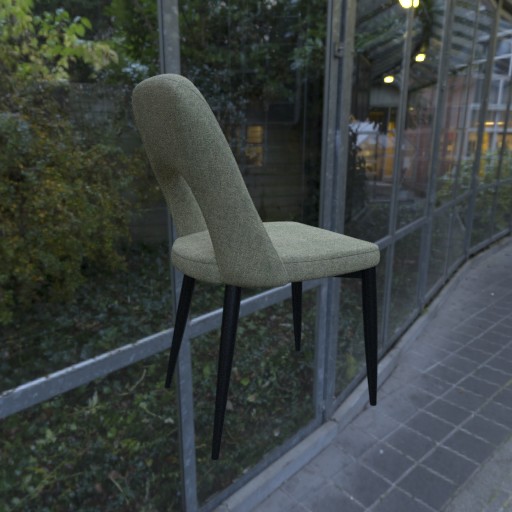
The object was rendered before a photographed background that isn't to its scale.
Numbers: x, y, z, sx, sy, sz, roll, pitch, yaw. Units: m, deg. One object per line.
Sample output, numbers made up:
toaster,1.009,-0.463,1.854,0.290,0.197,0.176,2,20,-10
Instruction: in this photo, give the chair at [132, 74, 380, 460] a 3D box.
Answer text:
chair,0.000,0.000,1.283,0.612,0.931,0.470,-7,16,-27
